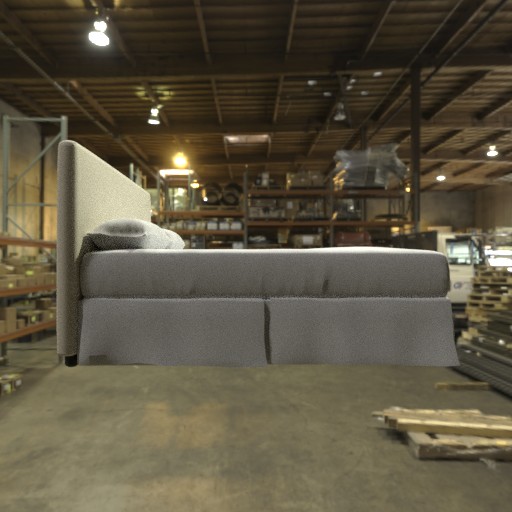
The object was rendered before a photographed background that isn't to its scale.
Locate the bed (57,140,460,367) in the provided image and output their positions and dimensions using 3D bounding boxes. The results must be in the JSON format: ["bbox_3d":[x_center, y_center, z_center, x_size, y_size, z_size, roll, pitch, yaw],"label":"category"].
[{"bbox_3d":[0.000,0.000,3.527,2.341,1.317,2.119,0,-1,-1],"label":"bed"}]
